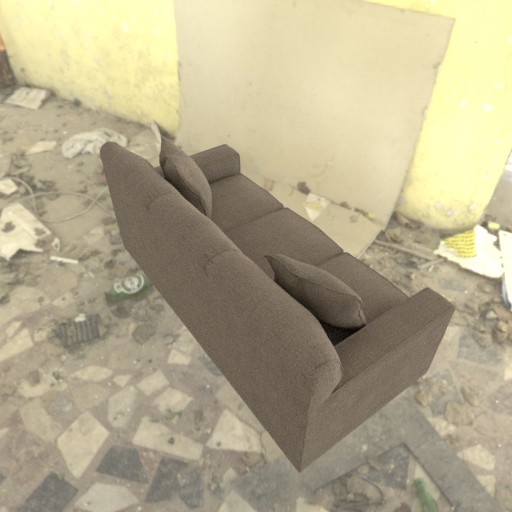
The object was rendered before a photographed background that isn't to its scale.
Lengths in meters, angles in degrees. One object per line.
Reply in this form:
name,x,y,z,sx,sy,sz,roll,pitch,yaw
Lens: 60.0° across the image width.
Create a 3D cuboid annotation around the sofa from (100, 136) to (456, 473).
sofa,0.000,0.000,2.621,0.997,0.958,2.024,-26,48,-26
